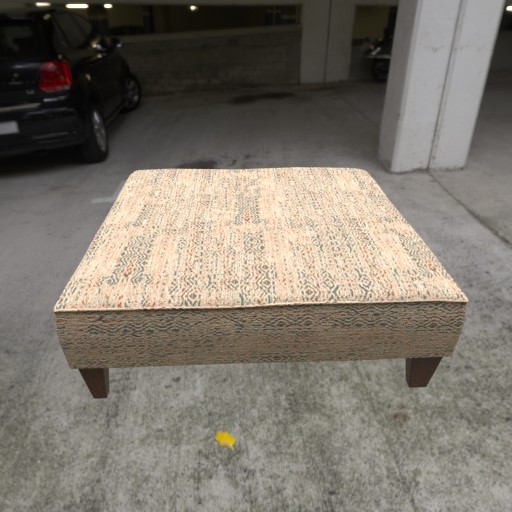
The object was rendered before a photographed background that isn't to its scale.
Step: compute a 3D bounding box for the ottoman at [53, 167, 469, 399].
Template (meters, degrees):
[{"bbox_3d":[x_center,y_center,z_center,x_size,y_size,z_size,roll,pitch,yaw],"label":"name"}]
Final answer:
[{"bbox_3d":[0.000,0.000,1.530,1.004,0.356,0.968,-1,30,-2],"label":"ottoman"}]
